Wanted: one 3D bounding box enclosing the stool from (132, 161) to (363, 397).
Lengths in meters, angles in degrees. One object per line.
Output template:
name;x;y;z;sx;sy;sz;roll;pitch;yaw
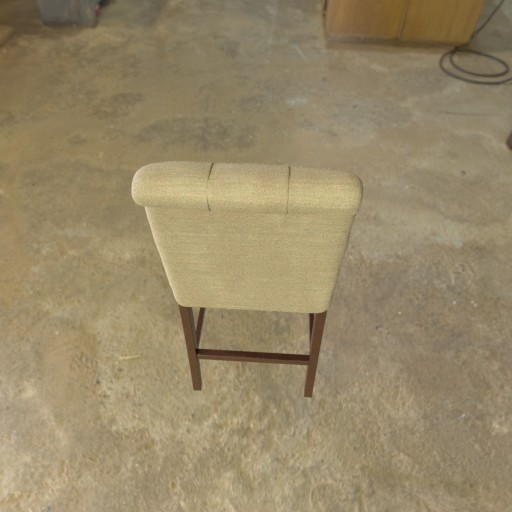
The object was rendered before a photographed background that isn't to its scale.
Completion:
stool;0.000;0.000;1.461;0.486;1.084;0.660;3;47;3
